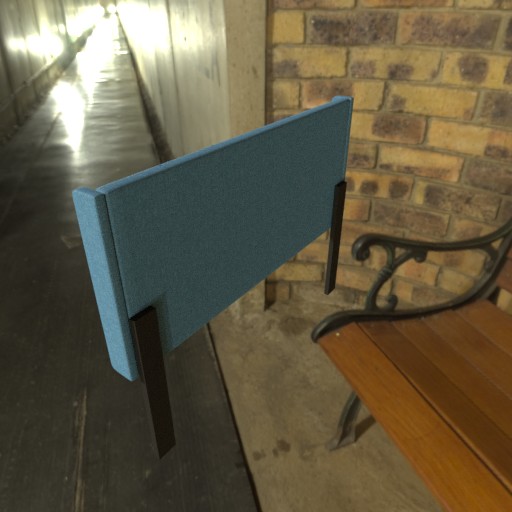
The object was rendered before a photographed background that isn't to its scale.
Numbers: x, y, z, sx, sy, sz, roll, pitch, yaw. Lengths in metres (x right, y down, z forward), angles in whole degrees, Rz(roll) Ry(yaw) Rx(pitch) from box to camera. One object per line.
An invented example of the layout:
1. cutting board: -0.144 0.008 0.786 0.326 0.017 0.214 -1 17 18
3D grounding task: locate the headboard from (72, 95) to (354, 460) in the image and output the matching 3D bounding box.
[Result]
1. headboard: 0.000 0.000 2.683 0.184 1.524 2.051 21 37 31
